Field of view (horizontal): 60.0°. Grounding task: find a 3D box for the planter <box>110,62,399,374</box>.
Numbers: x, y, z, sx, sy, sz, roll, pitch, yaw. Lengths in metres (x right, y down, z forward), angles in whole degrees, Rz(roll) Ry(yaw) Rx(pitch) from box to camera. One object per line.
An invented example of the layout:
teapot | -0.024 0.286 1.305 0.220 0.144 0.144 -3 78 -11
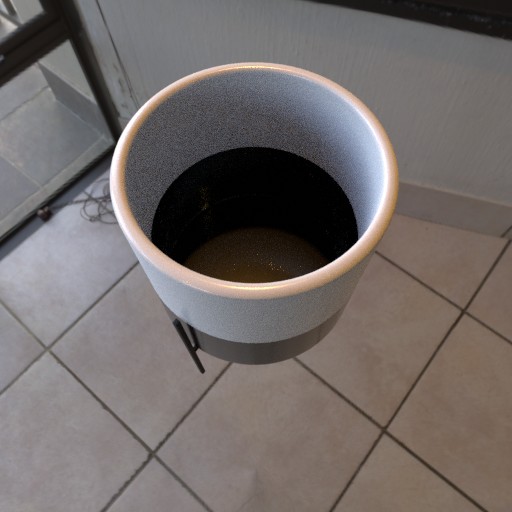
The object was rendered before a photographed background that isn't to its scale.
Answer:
planter | 0.000 0.000 0.652 0.310 0.432 0.310 19 66 9
